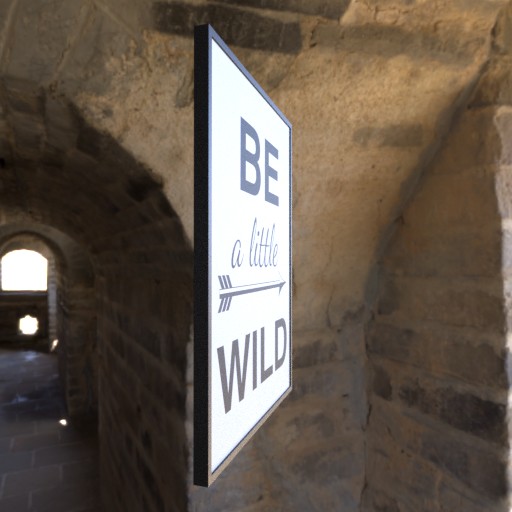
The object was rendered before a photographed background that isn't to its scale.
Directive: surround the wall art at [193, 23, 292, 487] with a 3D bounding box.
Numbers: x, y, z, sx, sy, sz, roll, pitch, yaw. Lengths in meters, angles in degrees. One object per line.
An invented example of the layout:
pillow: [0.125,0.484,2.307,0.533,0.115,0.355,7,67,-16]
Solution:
wall art: [0.000,0.000,1.402,0.038,1.062,0.806,0,-1,18]
